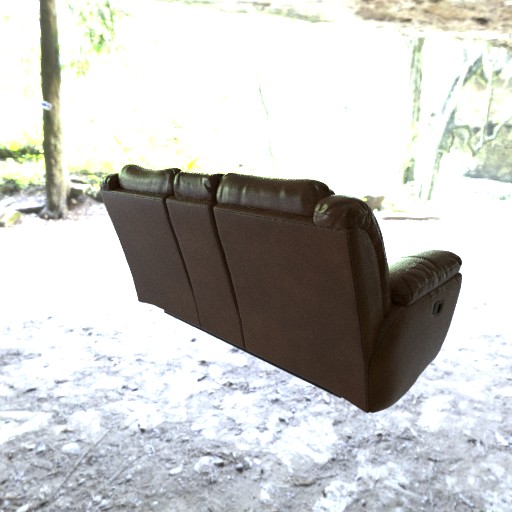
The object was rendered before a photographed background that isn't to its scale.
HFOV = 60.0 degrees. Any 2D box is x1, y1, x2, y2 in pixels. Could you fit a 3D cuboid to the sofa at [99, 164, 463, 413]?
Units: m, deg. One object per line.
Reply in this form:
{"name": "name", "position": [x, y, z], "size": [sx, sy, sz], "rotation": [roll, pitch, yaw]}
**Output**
{"name": "sofa", "position": [0.000, 0.000, 2.614], "size": [0.991, 1.043, 2.058], "rotation": [-14, 20, -42]}
